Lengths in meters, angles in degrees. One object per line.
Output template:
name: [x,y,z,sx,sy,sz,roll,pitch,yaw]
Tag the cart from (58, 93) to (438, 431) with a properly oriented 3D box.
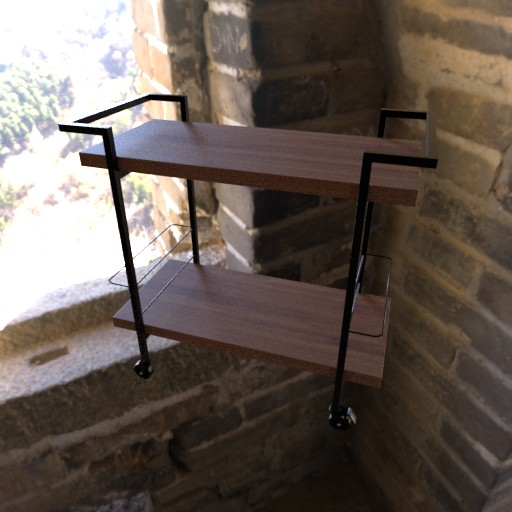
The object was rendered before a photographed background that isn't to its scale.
cart: [0.000,0.000,1.243,0.806,0.762,0.406,9,32,16]
